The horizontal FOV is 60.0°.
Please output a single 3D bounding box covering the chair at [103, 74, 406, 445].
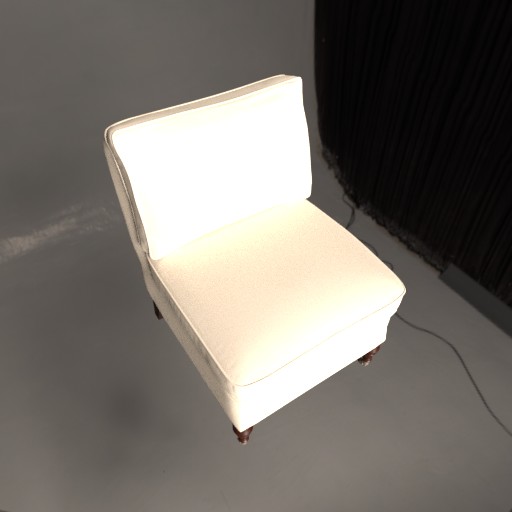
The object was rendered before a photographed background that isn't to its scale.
[{"bbox_3d":[0.000,0.000,1.429,0.630,0.887,0.781,-25,50,-23],"label":"chair"}]
